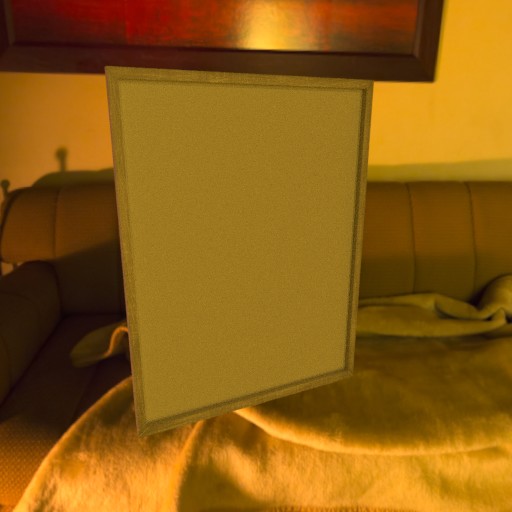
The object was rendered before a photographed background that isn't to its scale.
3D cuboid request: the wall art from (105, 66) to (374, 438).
[{"bbox_3d":[0.000,0.000,1.342,0.781,1.022,0.035,-8,18,-25],"label":"wall art"}]
